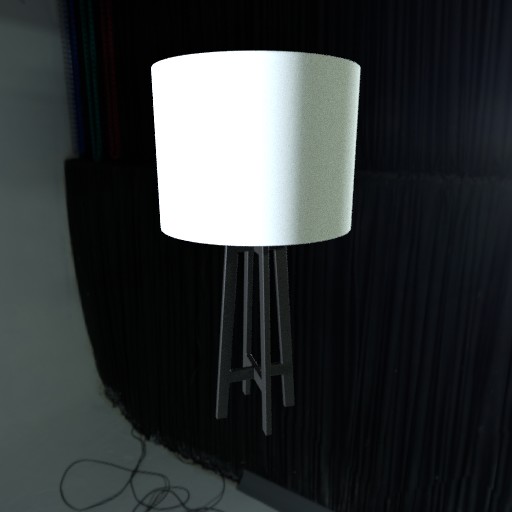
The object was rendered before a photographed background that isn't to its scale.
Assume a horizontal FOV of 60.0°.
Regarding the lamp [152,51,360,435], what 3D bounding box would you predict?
[{"bbox_3d":[0.000,0.000,0.620,0.257,0.489,0.257,7,16,27],"label":"lamp"}]
